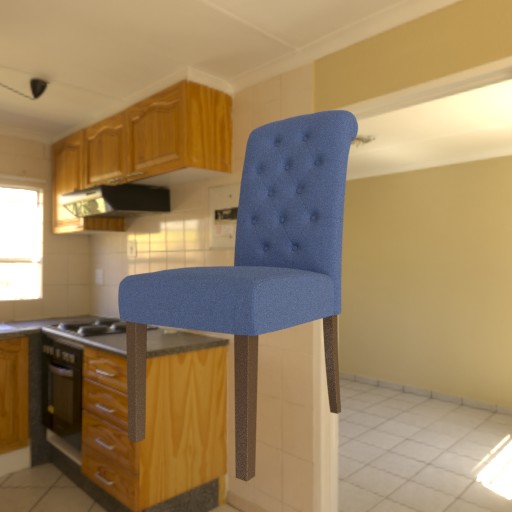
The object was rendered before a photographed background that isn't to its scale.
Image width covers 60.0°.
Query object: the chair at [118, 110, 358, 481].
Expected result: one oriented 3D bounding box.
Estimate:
[{"bbox_3d":[0.000,0.000,1.362,0.456,1.006,0.671,-1,-1,35],"label":"chair"}]
